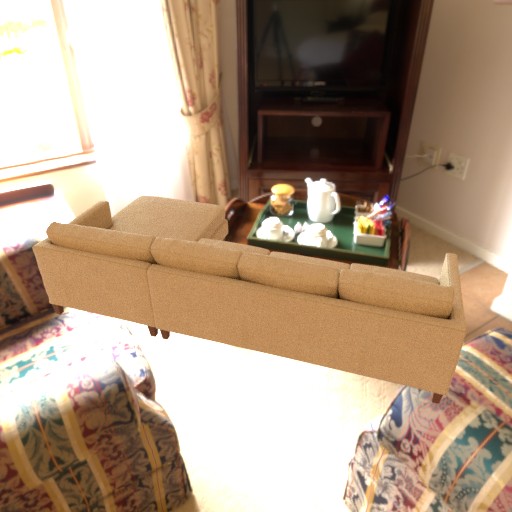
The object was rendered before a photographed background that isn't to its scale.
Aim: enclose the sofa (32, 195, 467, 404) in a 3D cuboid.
[{"bbox_3d":[0.000,0.000,3.831,3.186,0.846,1.625,10,34,15],"label":"sofa"}]
